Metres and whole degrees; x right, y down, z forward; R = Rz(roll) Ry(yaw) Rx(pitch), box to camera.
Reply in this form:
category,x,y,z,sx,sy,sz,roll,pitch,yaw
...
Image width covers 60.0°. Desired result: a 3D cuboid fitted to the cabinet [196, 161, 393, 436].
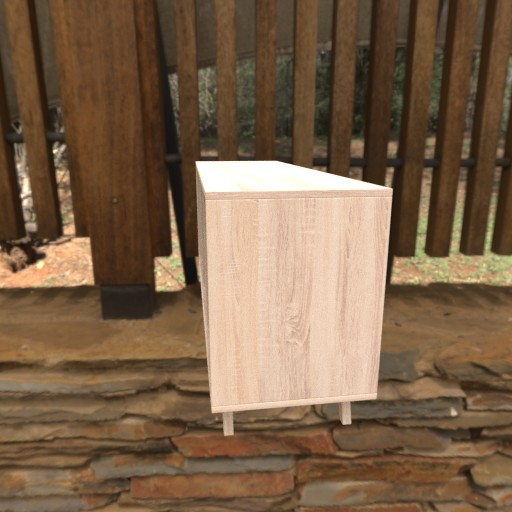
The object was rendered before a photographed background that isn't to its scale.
category,x,y,z,sx,sy,sz,roll,pitch,yaw
cabinet,0.000,0.000,2.040,0.500,0.780,1.650,-2,15,-8
